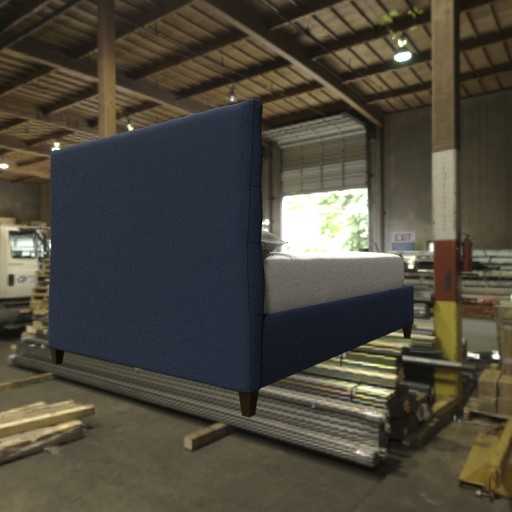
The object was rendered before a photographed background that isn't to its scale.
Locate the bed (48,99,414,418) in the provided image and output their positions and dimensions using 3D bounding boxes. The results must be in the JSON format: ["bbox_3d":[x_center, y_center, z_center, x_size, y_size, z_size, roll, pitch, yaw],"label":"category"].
[{"bbox_3d":[0.000,0.000,3.394,1.706,1.427,2.387,0,0,36],"label":"bed"}]
